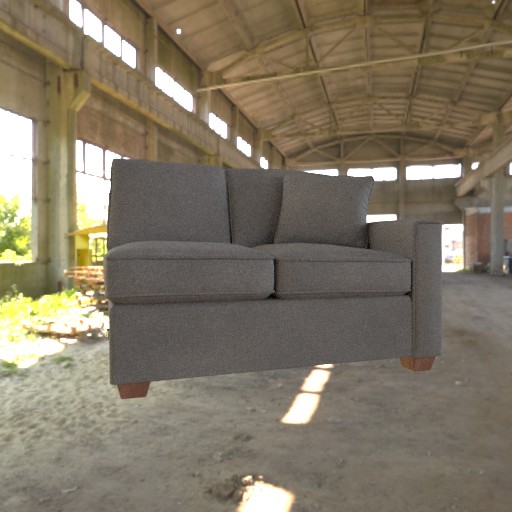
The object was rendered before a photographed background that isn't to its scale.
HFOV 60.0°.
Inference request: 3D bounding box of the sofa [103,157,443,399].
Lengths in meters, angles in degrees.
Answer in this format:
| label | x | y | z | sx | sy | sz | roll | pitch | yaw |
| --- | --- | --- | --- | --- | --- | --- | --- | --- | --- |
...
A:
| label | x | y | z | sx | sy | sz | roll | pitch | yaw |
| --- | --- | --- | --- | --- | --- | --- | --- | --- | --- |
| sofa | 0.000 | 0.000 | 2.122 | 1.388 | 0.989 | 0.991 | 0 | 0 | -18 |
